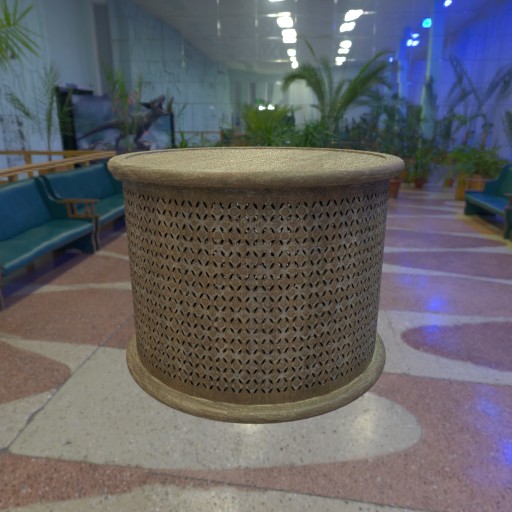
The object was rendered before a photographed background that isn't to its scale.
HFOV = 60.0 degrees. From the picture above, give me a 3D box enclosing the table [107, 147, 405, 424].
[{"bbox_3d":[0.000,0.000,1.013,0.607,0.450,0.607,0,17,0],"label":"table"}]
